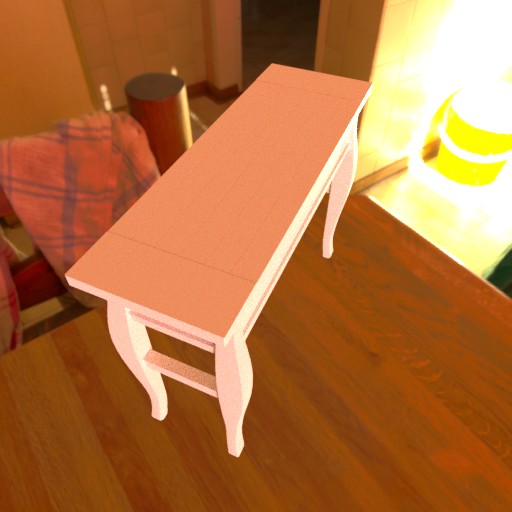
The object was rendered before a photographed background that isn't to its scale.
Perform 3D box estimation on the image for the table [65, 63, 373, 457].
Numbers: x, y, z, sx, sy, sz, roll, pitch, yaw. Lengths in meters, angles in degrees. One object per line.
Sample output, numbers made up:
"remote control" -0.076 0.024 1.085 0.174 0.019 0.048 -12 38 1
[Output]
"table" 0.000 0.000 1.440 0.373 0.768 1.062 18 50 16
